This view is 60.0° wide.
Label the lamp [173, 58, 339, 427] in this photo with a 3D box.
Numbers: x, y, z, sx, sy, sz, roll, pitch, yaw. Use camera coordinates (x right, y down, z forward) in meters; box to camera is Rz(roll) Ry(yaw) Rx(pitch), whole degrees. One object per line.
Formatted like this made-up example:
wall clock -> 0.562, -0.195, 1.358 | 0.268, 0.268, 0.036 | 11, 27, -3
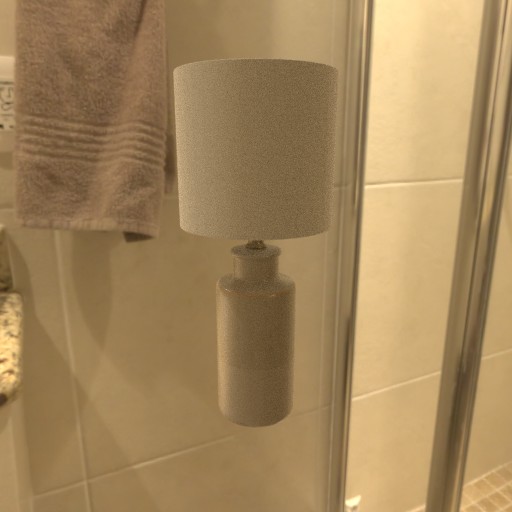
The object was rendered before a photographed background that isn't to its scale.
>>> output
lamp -> 0.000, 0.000, 0.639 | 0.212, 0.493, 0.212 | 7, 16, 26
